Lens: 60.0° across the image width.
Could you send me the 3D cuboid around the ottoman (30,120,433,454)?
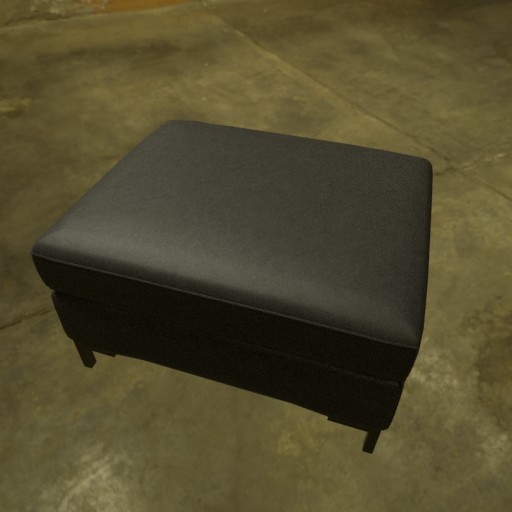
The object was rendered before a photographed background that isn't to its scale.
[{"bbox_3d":[0.000,0.000,1.733,1.187,0.696,0.967,12,43,13],"label":"ottoman"}]
